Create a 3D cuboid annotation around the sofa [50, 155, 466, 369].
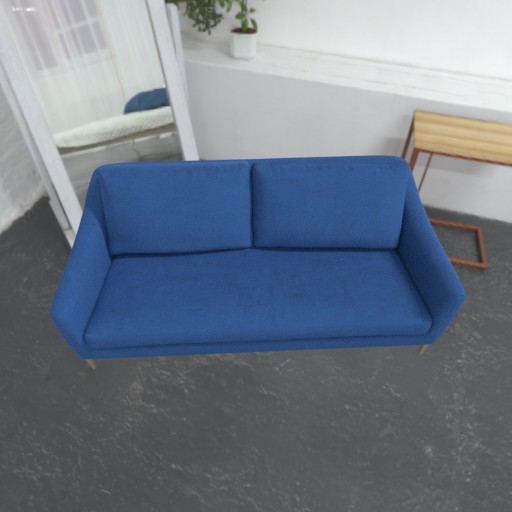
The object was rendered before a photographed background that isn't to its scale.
[{"bbox_3d":[0.000,0.000,2.558,2.036,0.903,0.960,-2,47,-2],"label":"sofa"}]
